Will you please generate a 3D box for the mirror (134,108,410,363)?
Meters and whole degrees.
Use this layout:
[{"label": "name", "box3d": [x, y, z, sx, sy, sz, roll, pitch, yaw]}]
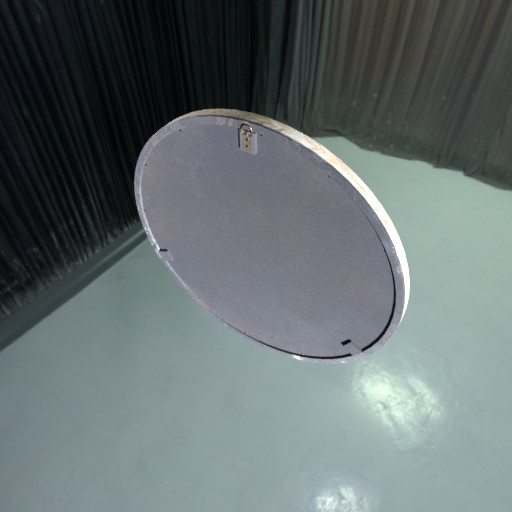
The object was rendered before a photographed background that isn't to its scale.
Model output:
[{"label": "mirror", "box3d": [0.000, 0.000, 1.055, 0.710, 0.710, 0.038, 23, 51, 21]}]
